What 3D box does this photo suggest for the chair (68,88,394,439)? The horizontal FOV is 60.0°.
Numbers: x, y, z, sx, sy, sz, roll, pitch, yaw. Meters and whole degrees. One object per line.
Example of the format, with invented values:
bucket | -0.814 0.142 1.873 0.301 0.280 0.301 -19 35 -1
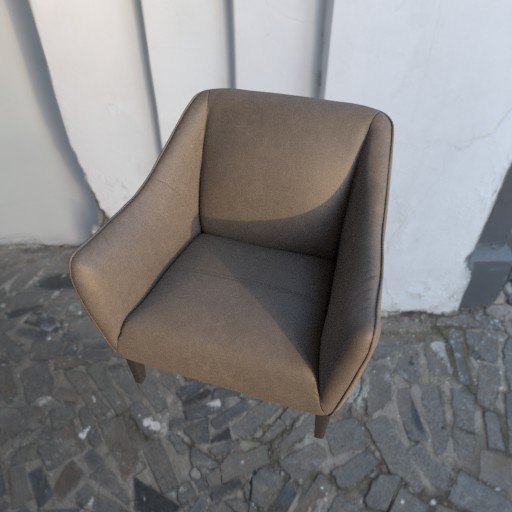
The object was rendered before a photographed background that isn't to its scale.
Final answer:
chair | 0.000 0.000 1.542 0.871 0.830 0.852 12 43 14
